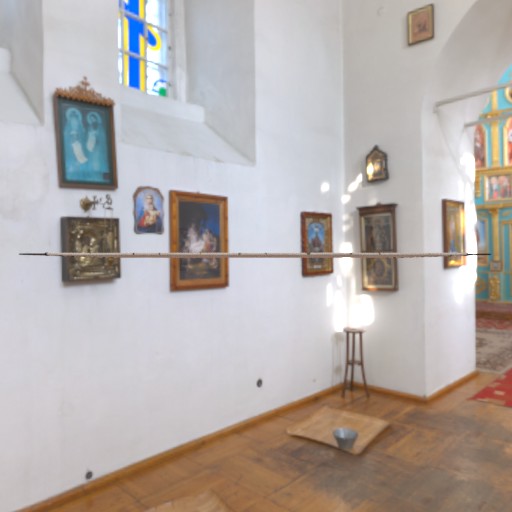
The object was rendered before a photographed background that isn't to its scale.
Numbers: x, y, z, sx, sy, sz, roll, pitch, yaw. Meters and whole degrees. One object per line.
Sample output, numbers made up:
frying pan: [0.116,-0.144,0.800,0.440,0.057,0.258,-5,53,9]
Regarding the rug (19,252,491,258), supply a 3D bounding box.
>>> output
rug: [0.000,0.000,3.290,2.755,0.021,1.524,0,-1,-1]
